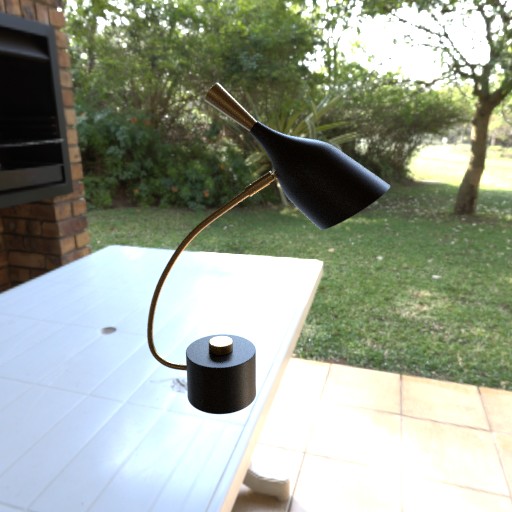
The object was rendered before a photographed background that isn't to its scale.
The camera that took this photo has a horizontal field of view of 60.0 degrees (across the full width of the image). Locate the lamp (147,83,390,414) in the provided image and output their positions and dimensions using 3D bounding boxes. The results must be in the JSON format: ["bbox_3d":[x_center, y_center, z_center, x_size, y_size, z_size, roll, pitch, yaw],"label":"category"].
[{"bbox_3d":[0.000,0.000,0.634,0.352,0.464,0.110,3,17,11],"label":"lamp"}]
